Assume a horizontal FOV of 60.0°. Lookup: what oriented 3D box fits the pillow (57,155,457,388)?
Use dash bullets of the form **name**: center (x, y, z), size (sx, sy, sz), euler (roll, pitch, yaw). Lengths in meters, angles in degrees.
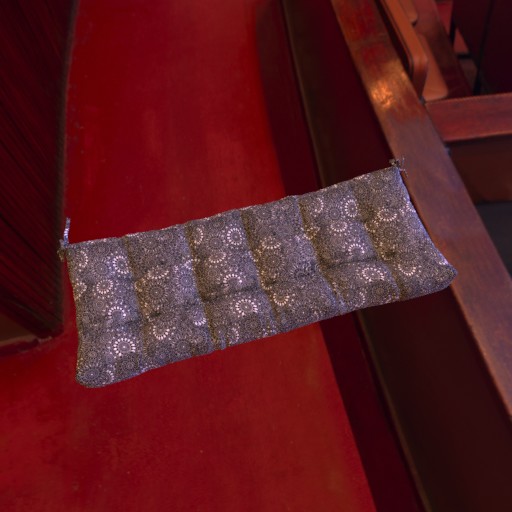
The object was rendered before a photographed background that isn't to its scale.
- **pillow**: center (0.000, 0.000, 1.371), size (1.194, 0.174, 0.511), euler (-14, 64, -7)
